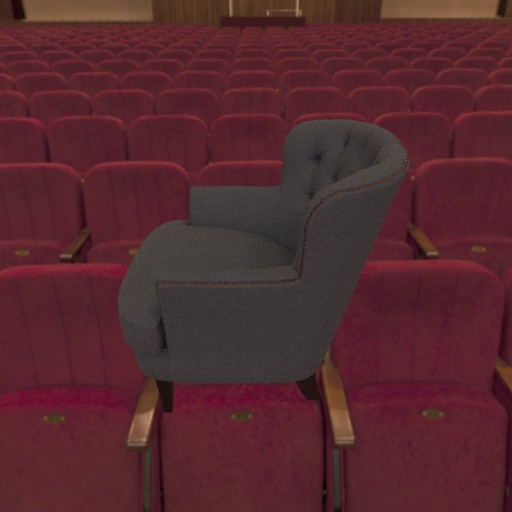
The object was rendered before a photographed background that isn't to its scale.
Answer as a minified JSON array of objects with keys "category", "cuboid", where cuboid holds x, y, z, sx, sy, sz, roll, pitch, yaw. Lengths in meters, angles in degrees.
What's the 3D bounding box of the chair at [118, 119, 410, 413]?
[{"category":"chair","cuboid":[0.000,0.000,1.592,0.906,0.868,0.848,0,27,0]}]
